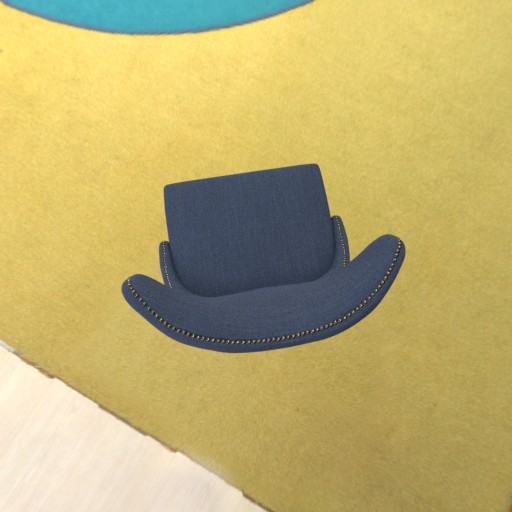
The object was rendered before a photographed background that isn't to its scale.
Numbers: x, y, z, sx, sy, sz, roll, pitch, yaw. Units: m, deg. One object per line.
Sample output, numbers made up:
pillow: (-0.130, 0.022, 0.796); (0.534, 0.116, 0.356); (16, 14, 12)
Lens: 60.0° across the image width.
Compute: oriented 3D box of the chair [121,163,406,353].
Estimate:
chair: (0.000, 0.000, 1.402); (0.628, 0.967, 0.635); (-9, 75, -2)
